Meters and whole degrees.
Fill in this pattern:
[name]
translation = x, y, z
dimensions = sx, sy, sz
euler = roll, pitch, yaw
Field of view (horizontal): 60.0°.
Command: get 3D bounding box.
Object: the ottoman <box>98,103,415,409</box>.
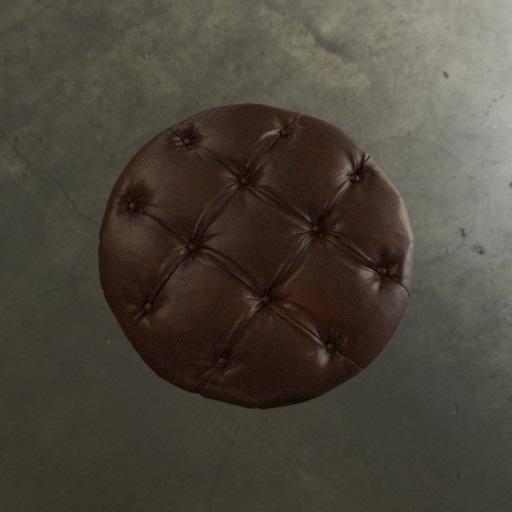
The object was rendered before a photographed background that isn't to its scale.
[ottoman]
translation = 0.000, 0.000, 1.387
dimensions = 0.901, 0.455, 0.901
euler = 0, 76, 0
